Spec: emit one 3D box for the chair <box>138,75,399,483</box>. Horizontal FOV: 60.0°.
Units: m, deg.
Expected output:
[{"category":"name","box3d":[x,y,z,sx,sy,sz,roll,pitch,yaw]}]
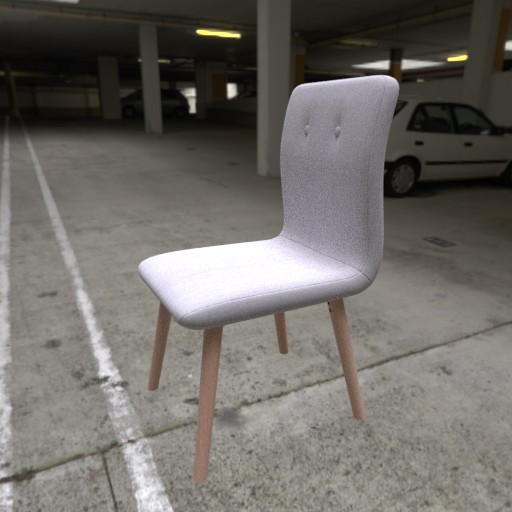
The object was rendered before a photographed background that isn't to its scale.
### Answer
[{"category":"chair","box3d":[0.000,0.000,1.172,0.550,0.885,0.435,-9,19,-26]}]
